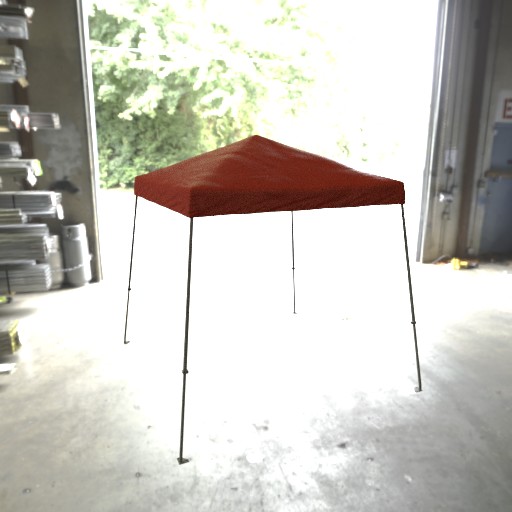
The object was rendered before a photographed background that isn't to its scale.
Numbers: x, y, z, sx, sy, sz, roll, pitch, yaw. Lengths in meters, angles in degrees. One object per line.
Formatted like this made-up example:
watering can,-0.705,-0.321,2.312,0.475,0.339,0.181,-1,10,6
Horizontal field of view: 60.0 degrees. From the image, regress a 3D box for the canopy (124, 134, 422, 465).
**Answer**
canopy,0.000,0.000,5.387,2.849,2.850,2.850,-6,14,-25
